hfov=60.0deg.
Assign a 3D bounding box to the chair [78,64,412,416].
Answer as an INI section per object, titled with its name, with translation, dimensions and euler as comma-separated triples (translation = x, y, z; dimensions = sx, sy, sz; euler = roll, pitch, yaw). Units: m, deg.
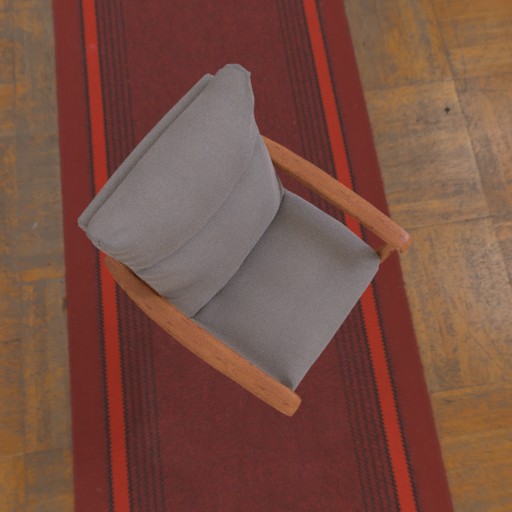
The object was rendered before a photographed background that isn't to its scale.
[chair]
translation = 0.000, 0.000, 1.560
dimensions = 0.816, 0.922, 0.782
euler = 36, 79, 8
